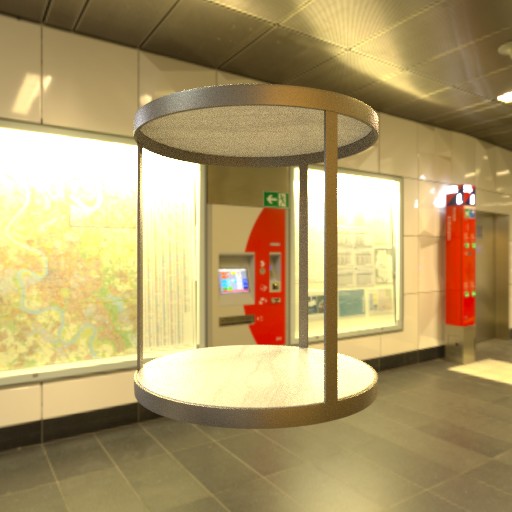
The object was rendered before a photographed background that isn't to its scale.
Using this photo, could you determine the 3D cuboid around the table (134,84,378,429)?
[{"bbox_3d":[0.000,0.000,0.836,0.445,0.479,0.445,0,0,0],"label":"table"}]
